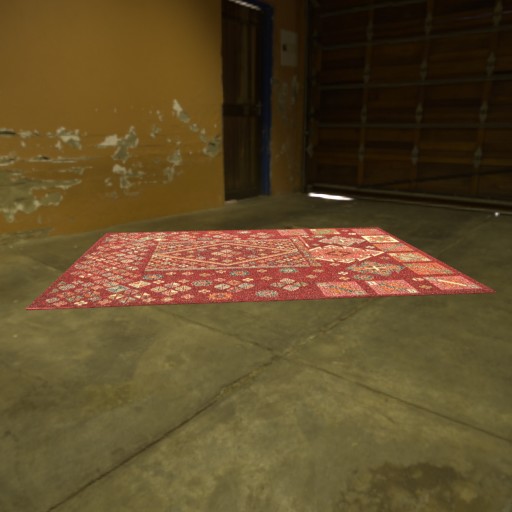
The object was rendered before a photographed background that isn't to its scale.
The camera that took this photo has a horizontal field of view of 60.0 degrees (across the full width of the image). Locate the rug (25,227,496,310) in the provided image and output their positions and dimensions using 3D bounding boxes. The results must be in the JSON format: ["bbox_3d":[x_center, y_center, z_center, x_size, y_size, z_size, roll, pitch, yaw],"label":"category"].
[{"bbox_3d":[0.000,0.000,2.798,2.184,0.007,1.579,-2,15,-6],"label":"rug"}]
